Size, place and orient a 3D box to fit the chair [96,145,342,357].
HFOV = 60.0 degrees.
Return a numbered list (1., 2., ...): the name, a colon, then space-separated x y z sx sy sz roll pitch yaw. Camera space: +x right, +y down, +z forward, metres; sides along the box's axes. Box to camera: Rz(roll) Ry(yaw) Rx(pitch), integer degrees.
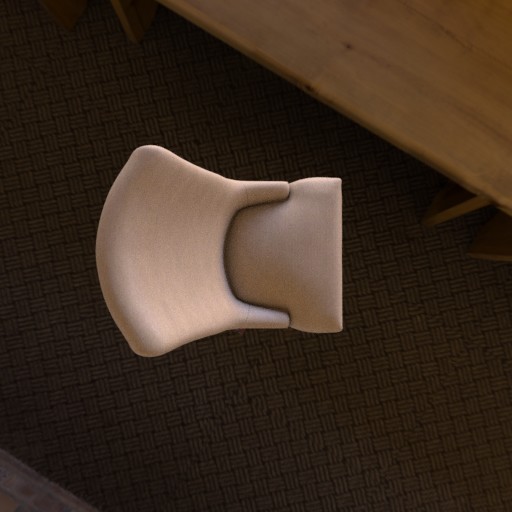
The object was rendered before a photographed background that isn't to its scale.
1. chair: 0.000 0.000 1.435 0.696 1.010 0.645 0 89 0
